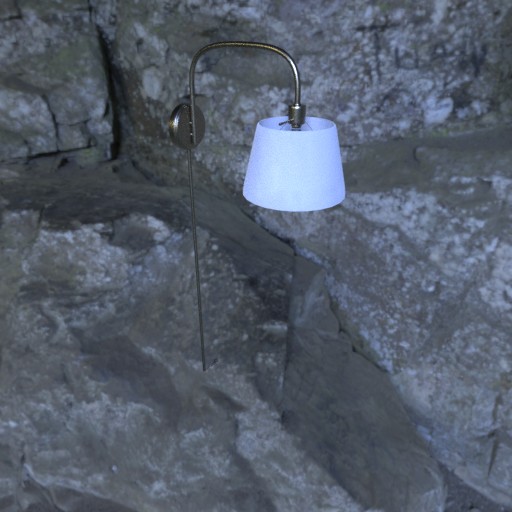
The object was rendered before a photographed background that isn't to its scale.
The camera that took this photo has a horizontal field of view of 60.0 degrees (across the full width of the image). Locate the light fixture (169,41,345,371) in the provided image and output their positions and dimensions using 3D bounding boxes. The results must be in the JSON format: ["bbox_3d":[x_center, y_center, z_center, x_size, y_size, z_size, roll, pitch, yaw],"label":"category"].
[{"bbox_3d":[0.000,0.000,0.458,0.176,0.399,0.092,18,33,31],"label":"light fixture"}]
